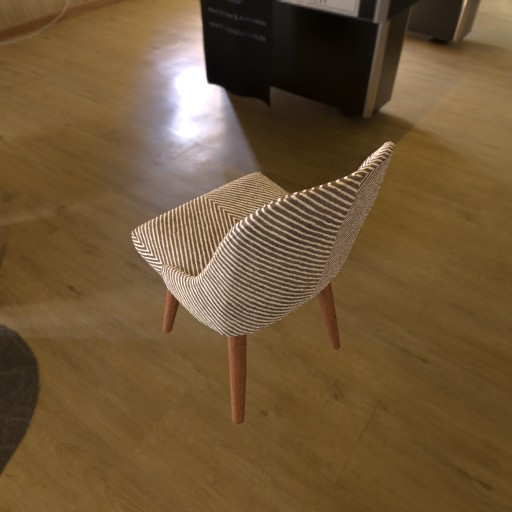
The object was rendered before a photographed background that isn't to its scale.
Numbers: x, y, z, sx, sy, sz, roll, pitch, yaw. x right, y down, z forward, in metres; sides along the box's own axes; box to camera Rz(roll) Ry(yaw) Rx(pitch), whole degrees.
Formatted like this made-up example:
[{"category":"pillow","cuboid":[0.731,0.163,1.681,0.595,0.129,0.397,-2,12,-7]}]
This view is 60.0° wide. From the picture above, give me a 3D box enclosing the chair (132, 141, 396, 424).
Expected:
[{"category":"chair","cuboid":[0.000,0.000,1.242,0.504,0.883,0.591,-30,53,-26]}]
